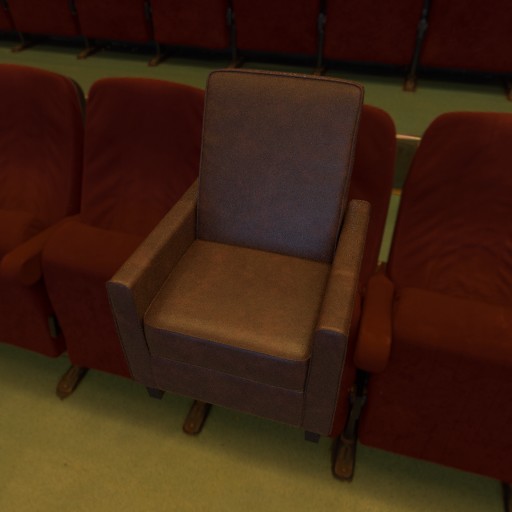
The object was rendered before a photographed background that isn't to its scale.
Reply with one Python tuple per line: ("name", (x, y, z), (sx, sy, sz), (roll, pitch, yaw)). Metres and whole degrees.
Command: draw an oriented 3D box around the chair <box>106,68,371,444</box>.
("chair", (0.000, 0.000, 1.506), (0.705, 1.013, 0.746), (11, 41, 13))
